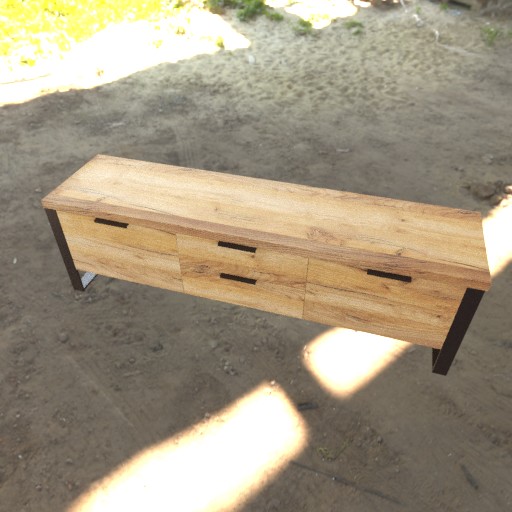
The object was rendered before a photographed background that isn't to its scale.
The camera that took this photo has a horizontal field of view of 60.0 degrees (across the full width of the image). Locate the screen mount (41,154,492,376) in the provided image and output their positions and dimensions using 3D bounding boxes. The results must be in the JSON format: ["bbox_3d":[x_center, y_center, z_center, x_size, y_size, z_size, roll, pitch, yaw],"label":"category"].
[{"bbox_3d":[0.000,0.000,1.719,1.524,0.450,0.395,11,41,13],"label":"screen mount"}]
